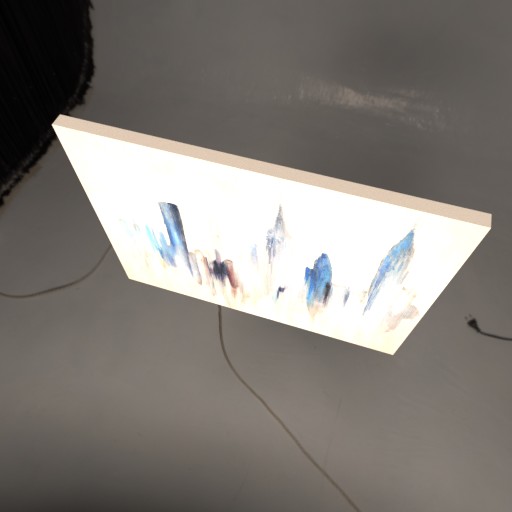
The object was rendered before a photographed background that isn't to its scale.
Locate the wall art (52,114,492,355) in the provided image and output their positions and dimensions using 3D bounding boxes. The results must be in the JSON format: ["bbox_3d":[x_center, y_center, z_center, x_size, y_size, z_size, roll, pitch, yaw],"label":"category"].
[{"bbox_3d":[0.000,0.000,1.317,1.016,0.762,0.038,15,59,9],"label":"wall art"}]
